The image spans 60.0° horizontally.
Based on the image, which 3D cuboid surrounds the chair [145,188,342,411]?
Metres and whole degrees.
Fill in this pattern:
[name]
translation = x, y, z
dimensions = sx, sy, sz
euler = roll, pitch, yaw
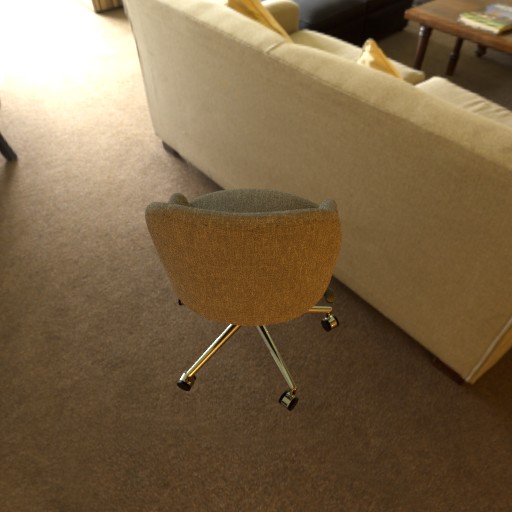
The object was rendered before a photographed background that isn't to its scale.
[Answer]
[chair]
translation = 0.000, 0.000, 1.452
dimensions = 0.671, 0.950, 0.712
euler = 2, 47, 2
